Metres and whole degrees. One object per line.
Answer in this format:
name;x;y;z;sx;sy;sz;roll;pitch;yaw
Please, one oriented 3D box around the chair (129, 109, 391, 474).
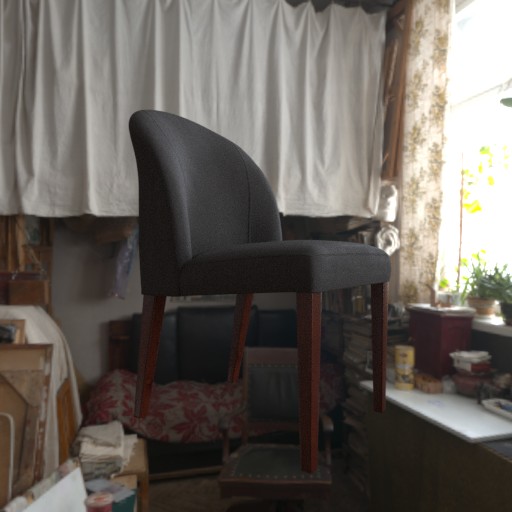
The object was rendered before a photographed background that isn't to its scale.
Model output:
chair;0.000;0.000;1.229;0.619;0.879;0.506;0;0;35
